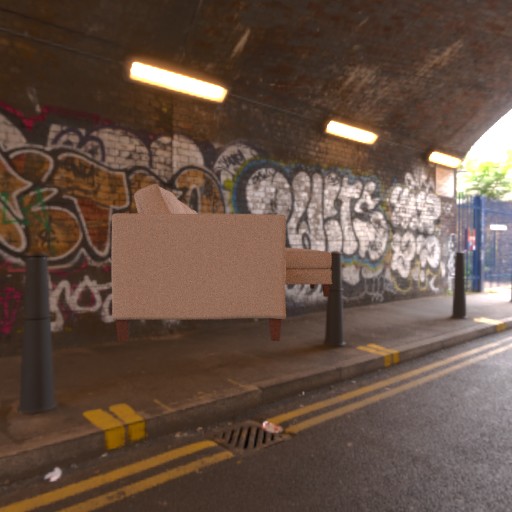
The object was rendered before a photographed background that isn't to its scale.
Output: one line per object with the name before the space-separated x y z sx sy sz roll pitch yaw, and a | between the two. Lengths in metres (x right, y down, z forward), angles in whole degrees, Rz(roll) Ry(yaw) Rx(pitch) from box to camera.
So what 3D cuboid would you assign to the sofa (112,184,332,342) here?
sofa | 0.000 0.000 3.941 1.625 0.861 3.186 0 1 -2
